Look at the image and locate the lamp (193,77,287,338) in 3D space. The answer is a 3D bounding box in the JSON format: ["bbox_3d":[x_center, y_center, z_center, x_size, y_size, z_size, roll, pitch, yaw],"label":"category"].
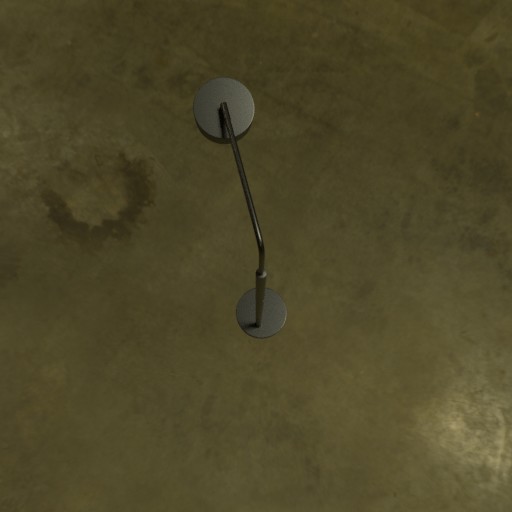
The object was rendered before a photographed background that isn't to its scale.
[{"bbox_3d":[0.000,0.000,1.381,0.219,1.230,0.418,-13,75,-3],"label":"lamp"}]
